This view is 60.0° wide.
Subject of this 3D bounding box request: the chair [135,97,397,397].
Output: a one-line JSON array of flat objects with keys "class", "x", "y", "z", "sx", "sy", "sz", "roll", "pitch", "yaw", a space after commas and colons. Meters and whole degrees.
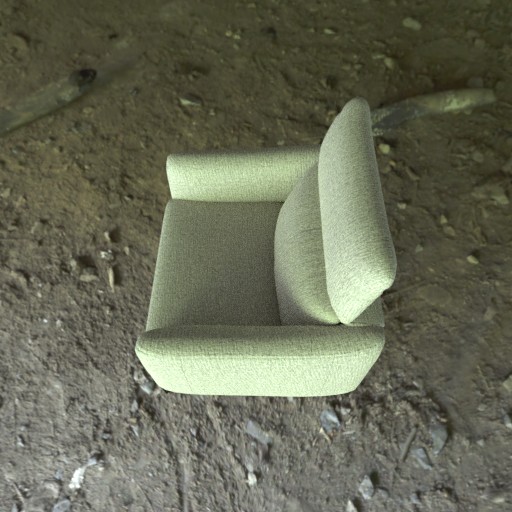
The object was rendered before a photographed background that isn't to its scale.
[{"class": "chair", "x": 0.000, "y": 0.000, "z": 1.753, "sx": 0.835, "sy": 0.967, "sz": 0.972, "roll": 1, "pitch": 58, "yaw": 0}]
